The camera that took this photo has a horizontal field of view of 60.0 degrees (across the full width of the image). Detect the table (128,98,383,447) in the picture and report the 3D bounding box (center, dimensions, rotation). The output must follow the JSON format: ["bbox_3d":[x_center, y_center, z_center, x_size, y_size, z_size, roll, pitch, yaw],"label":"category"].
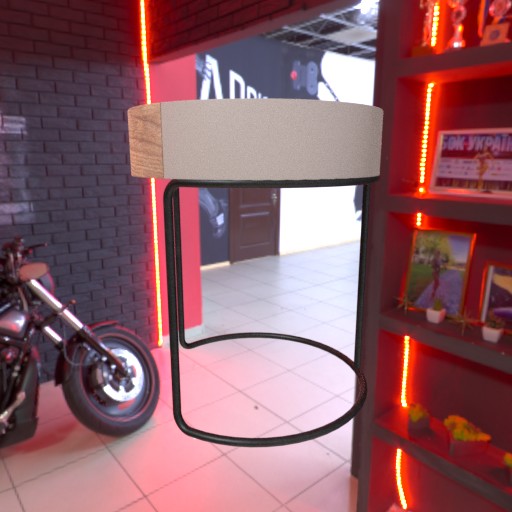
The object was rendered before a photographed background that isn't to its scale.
[{"bbox_3d":[0.000,0.000,0.865,0.450,0.530,0.450,0,13,0],"label":"table"}]
